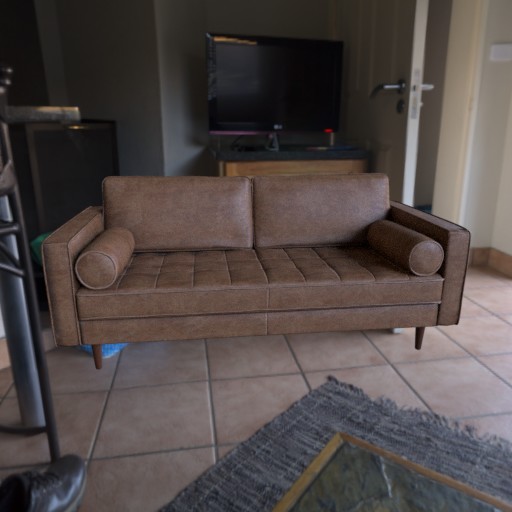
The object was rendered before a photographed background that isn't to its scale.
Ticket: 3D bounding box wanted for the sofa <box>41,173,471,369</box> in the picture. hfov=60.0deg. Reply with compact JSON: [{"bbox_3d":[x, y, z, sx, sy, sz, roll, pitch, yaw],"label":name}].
[{"bbox_3d":[0.000,0.000,2.398,1.920,0.825,0.924,-2,16,-7],"label":"sofa"}]
